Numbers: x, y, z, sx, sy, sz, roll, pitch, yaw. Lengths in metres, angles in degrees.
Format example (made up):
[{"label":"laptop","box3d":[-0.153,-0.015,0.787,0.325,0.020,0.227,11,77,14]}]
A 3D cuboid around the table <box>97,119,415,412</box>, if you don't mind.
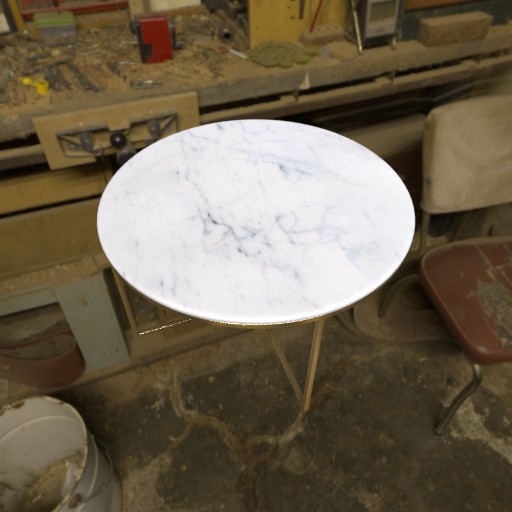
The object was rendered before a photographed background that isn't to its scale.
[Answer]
[{"label":"table","box3d":[0.000,0.000,1.306,0.800,0.450,0.800,0,45,0]}]
